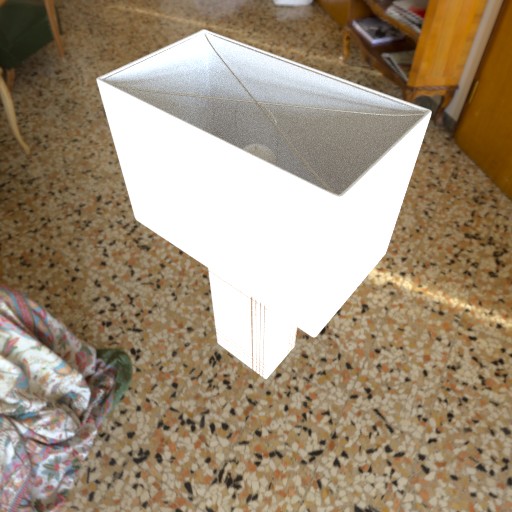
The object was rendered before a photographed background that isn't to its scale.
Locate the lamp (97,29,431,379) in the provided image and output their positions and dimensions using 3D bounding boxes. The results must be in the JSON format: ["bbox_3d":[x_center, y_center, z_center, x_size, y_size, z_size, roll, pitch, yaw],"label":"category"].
[{"bbox_3d":[0.000,0.000,0.693,0.334,0.543,0.182,31,56,25],"label":"lamp"}]
